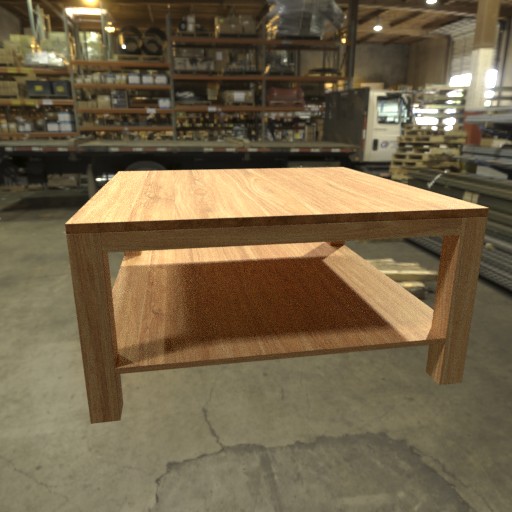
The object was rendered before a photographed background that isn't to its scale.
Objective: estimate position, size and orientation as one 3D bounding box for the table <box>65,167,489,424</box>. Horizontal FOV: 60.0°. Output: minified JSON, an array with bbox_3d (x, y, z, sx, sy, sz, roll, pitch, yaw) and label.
[{"bbox_3d":[0.000,0.000,1.406,0.900,0.450,0.900,-3,17,-10],"label":"table"}]
